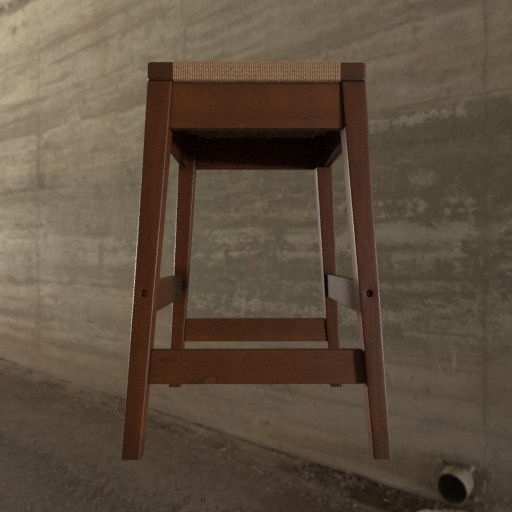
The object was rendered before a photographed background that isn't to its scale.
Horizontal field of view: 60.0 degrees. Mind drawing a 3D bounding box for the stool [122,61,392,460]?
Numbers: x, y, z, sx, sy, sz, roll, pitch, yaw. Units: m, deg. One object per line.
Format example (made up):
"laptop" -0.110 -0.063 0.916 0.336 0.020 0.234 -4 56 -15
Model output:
"stool" 0.000 0.000 1.077 0.507 0.762 0.497 0 0 0
